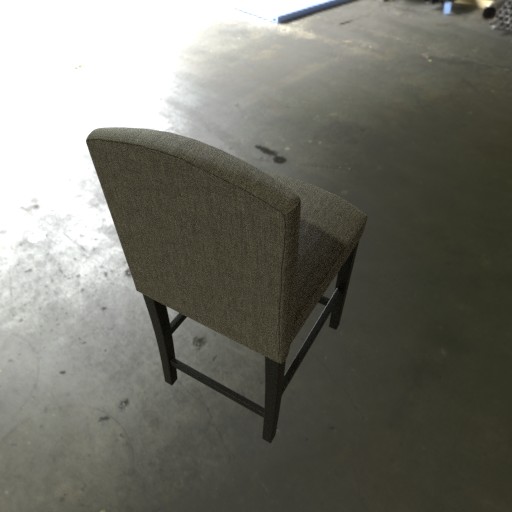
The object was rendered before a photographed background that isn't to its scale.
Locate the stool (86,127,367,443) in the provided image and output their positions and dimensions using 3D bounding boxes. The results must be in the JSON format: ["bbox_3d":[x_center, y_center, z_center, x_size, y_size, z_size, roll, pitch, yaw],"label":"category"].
[{"bbox_3d":[0.000,0.000,1.241,0.451,0.966,0.552,23,49,21],"label":"stool"}]
